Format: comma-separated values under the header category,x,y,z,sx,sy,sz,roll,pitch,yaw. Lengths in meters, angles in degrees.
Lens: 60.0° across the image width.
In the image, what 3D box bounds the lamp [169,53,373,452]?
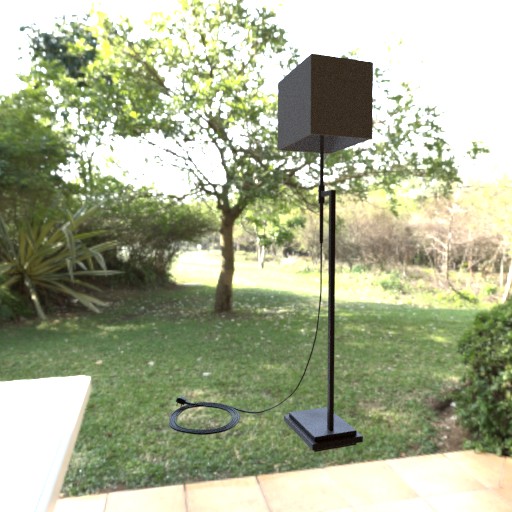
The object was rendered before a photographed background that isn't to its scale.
category,x,y,z,sx,sy,sz,roll,pitch,yaw
lamp,0.000,0.000,2.048,0.774,1.600,0.698,-1,3,-19
